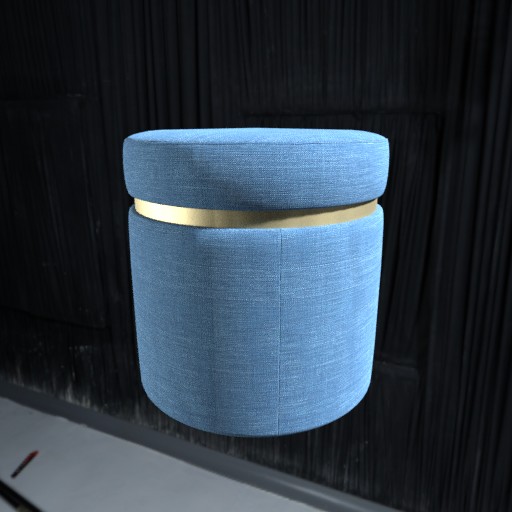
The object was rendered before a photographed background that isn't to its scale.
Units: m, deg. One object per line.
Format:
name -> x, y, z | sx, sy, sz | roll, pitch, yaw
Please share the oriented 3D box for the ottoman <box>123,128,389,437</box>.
ottoman -> 0.000, 0.000, 0.732 | 0.398, 0.406, 0.398 | 0, 16, 0
